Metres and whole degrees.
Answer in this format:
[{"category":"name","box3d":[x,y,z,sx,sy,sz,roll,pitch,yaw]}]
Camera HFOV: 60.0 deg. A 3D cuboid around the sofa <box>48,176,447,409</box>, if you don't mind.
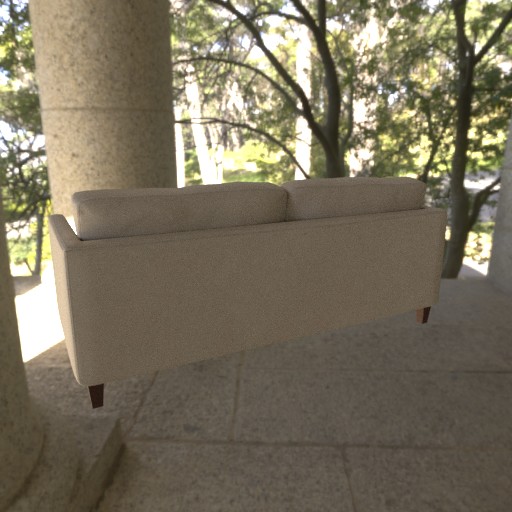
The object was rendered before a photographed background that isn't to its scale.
[{"category":"sofa","box3d":[0.000,0.000,2.643,2.181,0.932,0.948,-7,16,-27]}]
